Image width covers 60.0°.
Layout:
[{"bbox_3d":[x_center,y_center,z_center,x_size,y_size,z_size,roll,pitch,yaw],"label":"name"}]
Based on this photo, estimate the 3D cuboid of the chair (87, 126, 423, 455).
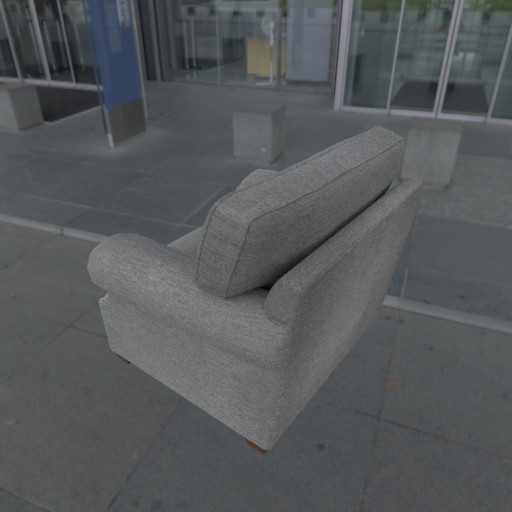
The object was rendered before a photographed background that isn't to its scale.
[{"bbox_3d":[0.000,0.000,1.814,0.965,0.961,1.092,21,37,31],"label":"chair"}]
